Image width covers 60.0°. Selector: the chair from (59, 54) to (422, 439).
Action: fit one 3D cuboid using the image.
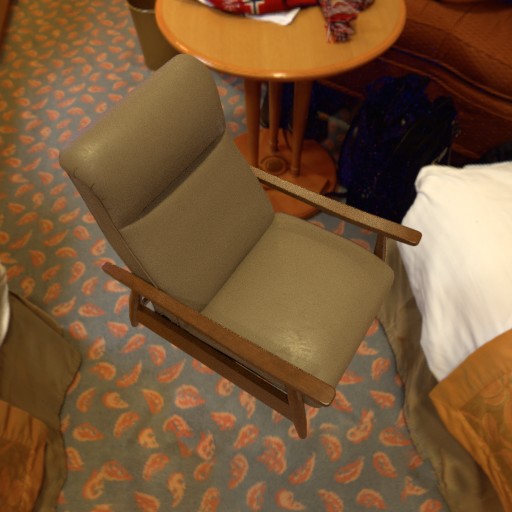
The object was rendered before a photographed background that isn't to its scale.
[{"bbox_3d":[0.000,0.000,1.714,1.014,1.082,0.762,29,61,17],"label":"chair"}]
